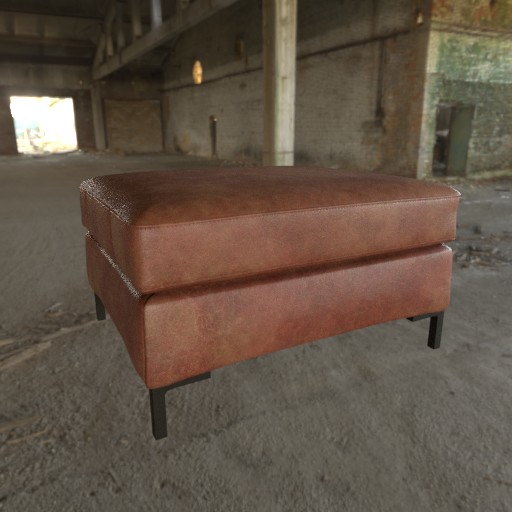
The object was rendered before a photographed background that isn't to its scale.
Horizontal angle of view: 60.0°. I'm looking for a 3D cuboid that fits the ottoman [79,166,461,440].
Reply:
[{"bbox_3d":[0.000,0.000,1.779,1.186,0.667,0.965,-8,18,-27],"label":"ottoman"}]
